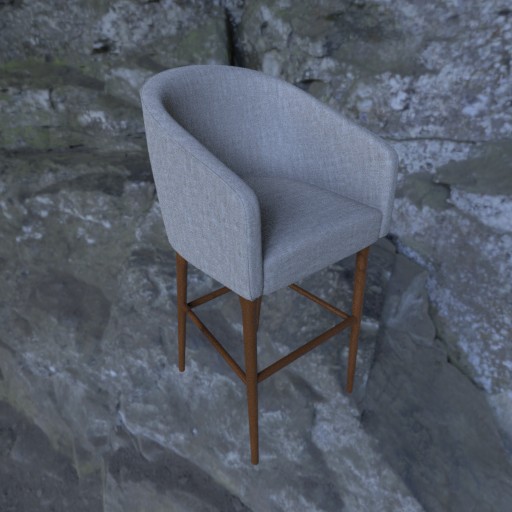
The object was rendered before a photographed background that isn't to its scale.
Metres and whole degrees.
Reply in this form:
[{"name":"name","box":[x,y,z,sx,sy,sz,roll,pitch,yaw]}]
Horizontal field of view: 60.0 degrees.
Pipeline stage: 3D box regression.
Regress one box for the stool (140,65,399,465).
[{"name":"stool","box":[0.000,0.000,1.416,0.559,1.078,0.607,-23,36,-34]}]
